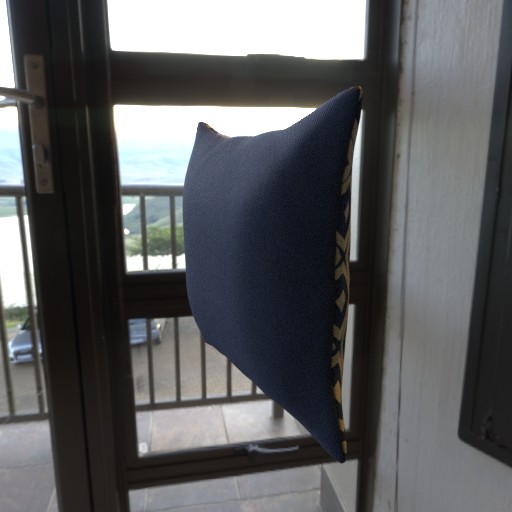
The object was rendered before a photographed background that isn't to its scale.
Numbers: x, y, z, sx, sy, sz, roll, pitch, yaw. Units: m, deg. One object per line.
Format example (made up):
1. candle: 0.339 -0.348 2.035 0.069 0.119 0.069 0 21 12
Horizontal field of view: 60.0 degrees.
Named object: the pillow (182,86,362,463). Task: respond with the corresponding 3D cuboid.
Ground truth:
1. pillow: 0.000 0.000 0.775 0.188 0.494 0.504 -6 13 -28
